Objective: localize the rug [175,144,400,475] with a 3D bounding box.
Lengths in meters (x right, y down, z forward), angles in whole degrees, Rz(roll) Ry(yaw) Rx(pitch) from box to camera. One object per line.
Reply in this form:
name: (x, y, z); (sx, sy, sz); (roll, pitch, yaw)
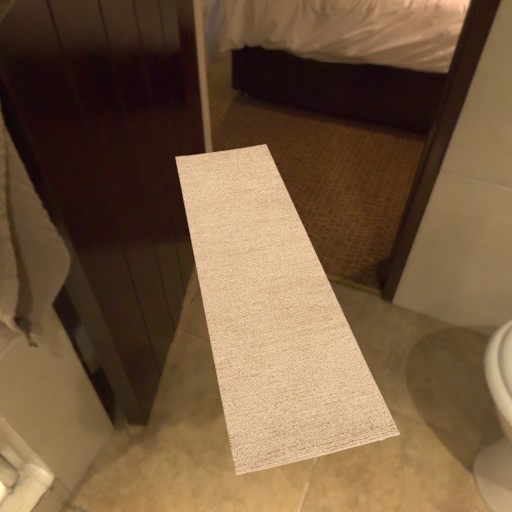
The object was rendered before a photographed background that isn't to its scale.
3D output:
rug: (0.000, 0.000, 2.614); (0.712, 0.013, 2.346); (-9, 46, -9)
